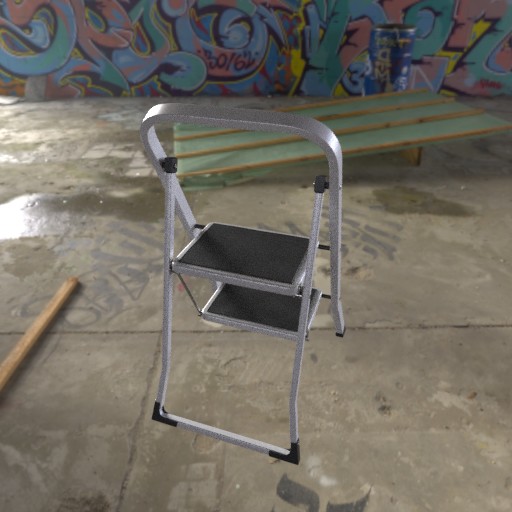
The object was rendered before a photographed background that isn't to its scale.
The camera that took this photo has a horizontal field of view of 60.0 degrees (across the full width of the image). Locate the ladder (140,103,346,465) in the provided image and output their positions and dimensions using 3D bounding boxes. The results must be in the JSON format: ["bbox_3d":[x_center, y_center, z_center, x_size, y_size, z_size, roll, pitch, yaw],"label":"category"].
[{"bbox_3d":[0.000,0.000,1.146,0.460,0.810,0.544,10,33,16],"label":"ladder"}]
